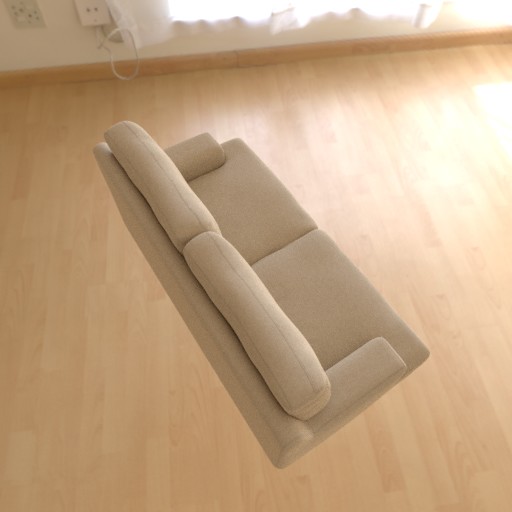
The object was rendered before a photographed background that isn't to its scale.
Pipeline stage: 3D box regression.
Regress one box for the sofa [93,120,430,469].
[{"bbox_3d":[0.000,0.000,2.430,0.962,0.967,1.885,-29,63,-17],"label":"sofa"}]
